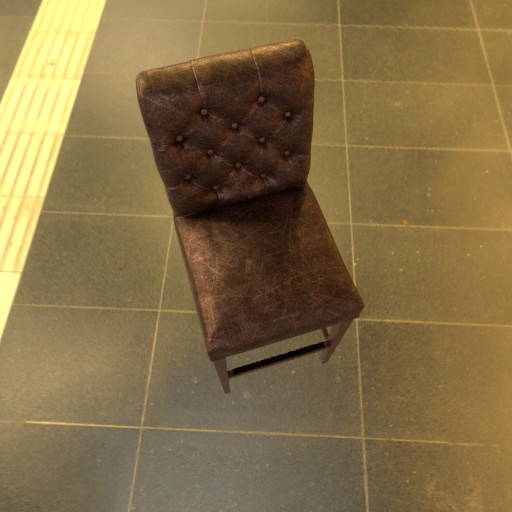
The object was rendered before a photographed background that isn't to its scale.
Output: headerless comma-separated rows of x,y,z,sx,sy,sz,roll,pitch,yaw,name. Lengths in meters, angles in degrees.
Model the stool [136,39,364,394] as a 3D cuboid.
0.000,0.000,1.530,0.483,1.168,0.659,-15,64,-7,stool
